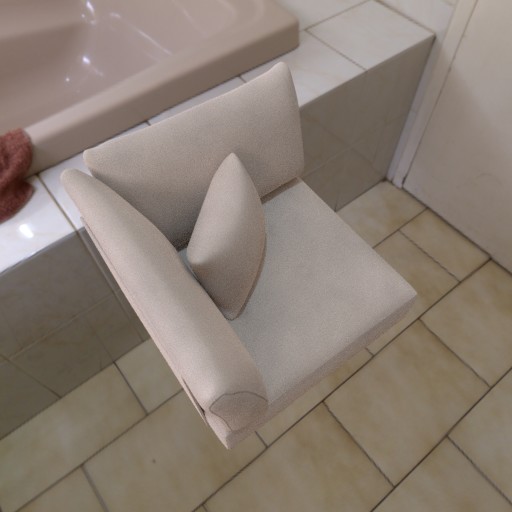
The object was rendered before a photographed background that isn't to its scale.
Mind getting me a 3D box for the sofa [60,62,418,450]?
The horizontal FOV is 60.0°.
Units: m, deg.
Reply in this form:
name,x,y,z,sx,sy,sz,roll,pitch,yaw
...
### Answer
name,x,y,z,sx,sy,sz,roll,pitch,yaw
sofa,0.000,0.000,1.754,1.000,0.820,1.000,-31,63,-18
